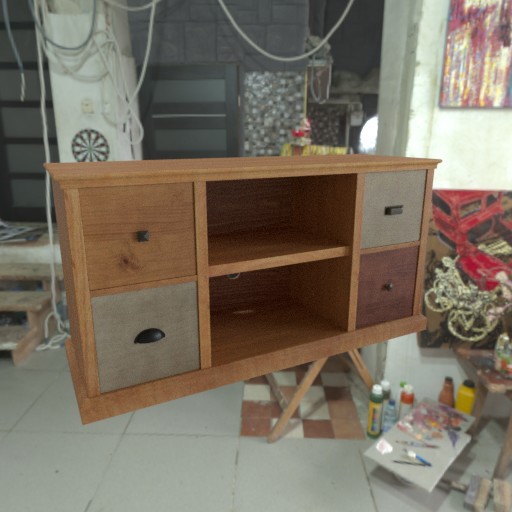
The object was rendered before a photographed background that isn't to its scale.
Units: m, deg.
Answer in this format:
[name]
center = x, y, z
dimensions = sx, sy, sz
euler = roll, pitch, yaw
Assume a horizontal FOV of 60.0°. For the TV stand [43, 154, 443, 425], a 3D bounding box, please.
[TV stand]
center = 0.000, 0.000, 1.449
dimensions = 1.181, 0.607, 0.417
euler = -8, 18, -27
